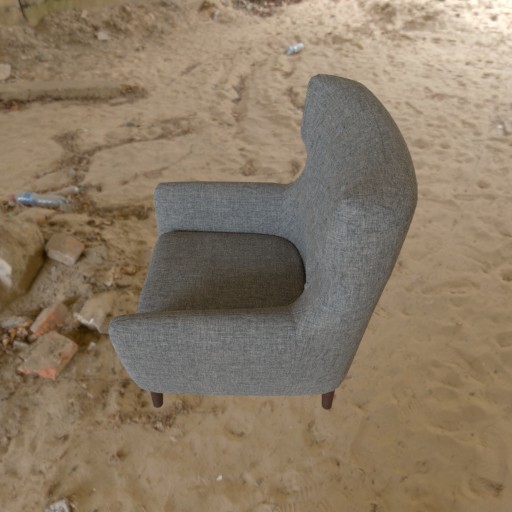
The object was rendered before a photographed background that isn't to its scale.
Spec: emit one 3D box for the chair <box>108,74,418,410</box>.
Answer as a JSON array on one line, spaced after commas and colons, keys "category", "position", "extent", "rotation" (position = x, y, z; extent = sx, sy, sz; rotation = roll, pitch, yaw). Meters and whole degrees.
[{"category": "chair", "position": [0.000, 0.000, 1.659], "extent": [0.904, 1.063, 0.878], "rotation": [0, 41, 1]}]
